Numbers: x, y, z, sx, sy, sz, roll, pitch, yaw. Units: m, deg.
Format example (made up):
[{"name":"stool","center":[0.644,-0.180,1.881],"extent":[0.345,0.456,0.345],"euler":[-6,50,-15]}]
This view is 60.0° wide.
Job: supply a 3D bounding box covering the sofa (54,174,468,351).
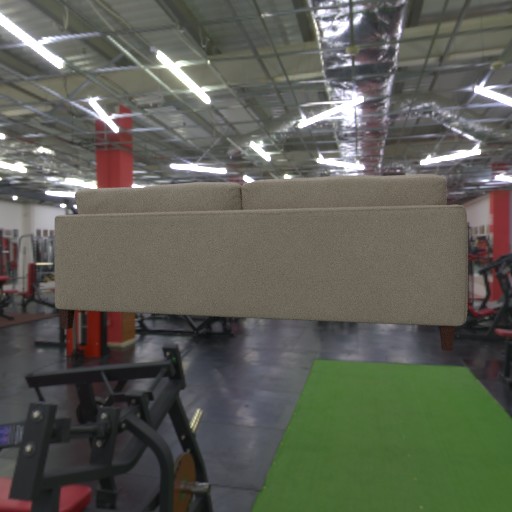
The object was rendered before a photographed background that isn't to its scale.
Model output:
[{"name":"sofa","center":[0.000,0.000,2.907],"extent":[2.404,0.912,0.988],"euler":[0,1,16]}]
